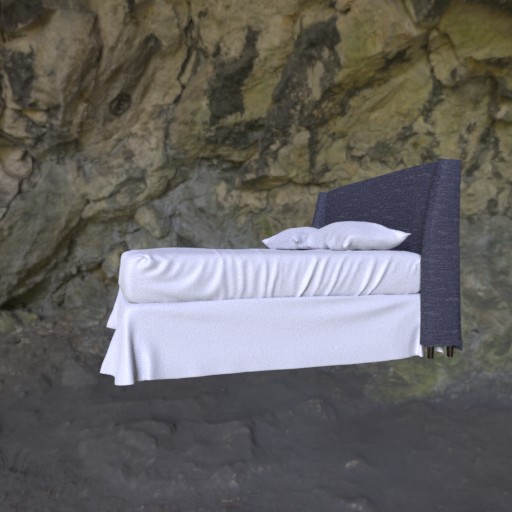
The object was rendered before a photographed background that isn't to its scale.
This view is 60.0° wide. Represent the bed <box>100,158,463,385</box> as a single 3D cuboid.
[{"bbox_3d":[0.000,0.000,3.488,2.276,1.332,1.925,0,1,-17],"label":"bed"}]
